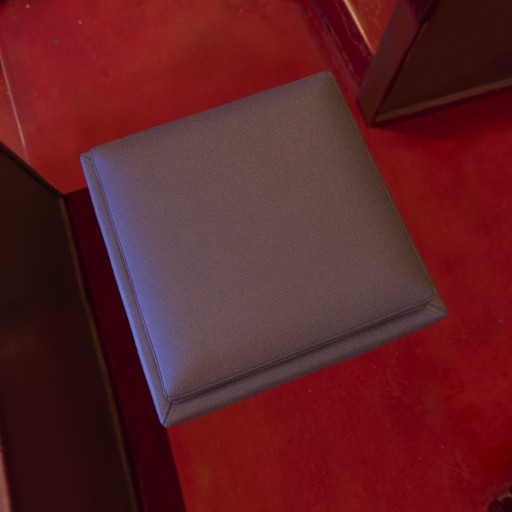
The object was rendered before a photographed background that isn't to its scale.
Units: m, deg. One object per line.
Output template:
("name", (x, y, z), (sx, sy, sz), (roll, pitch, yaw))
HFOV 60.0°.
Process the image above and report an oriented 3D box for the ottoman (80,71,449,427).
("ottoman", (0.000, 0.000, 0.814), (0.451, 0.460, 0.450), (-20, 77, -5))
